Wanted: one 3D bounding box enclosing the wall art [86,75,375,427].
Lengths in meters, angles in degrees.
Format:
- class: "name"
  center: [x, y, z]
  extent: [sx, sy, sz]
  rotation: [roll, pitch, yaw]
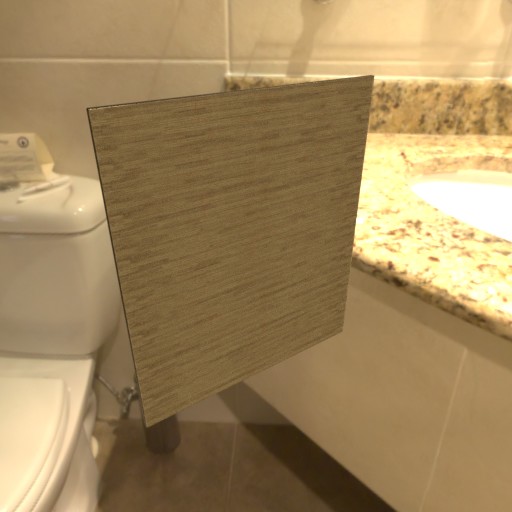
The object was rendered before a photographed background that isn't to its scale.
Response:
- class: "wall art"
  center: [0.000, 0.000, 0.781]
  extent: [0.483, 0.559, 0.009]
  rotation: [-19, 35, -29]
